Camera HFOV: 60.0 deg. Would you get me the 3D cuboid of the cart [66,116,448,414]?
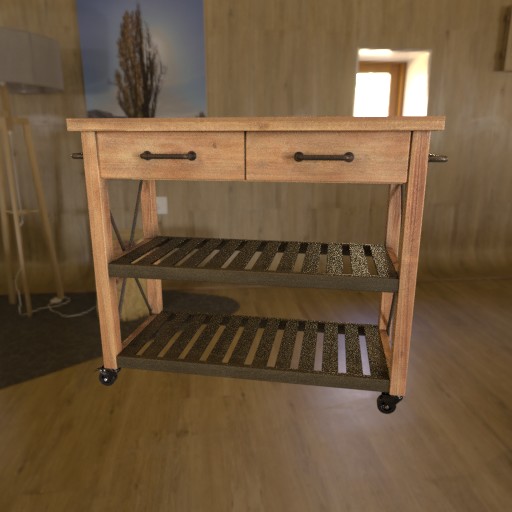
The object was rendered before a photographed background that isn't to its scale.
[{"bbox_3d":[0.000,0.000,0.944,0.686,0.554,0.298,3,15,10],"label":"cart"}]
